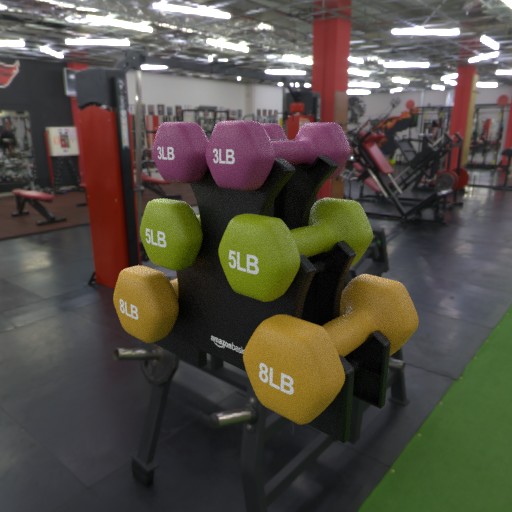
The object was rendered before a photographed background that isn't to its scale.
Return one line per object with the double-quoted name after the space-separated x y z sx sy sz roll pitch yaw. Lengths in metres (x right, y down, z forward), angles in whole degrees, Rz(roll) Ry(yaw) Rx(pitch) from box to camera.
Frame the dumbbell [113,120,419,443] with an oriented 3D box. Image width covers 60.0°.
0.000 0.000 0.469 0.300 0.271 0.190 14 21 40 "dumbbell"
